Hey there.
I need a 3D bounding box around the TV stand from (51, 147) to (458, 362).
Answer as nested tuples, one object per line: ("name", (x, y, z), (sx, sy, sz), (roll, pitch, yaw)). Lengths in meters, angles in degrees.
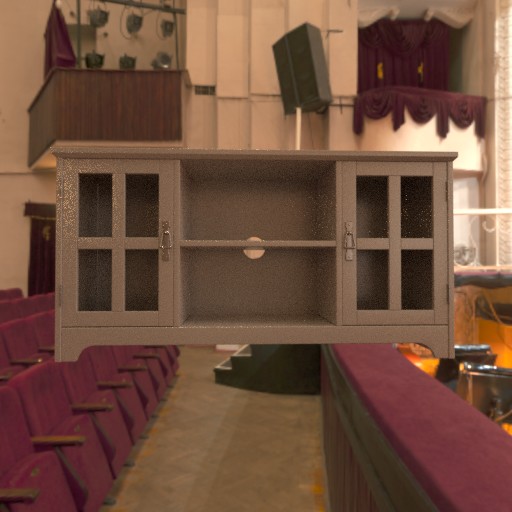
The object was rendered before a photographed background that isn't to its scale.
("TV stand", (0.000, 0.000, 1.433), (1.167, 0.603, 0.344), (0, -1, -2))
